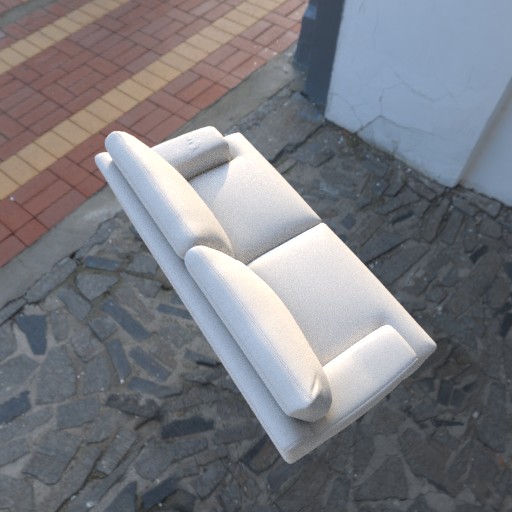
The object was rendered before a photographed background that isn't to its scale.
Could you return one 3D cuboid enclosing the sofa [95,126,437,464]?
[{"bbox_3d":[0.000,0.000,2.850,1.143,0.940,2.261,-29,62,-17],"label":"sofa"}]
